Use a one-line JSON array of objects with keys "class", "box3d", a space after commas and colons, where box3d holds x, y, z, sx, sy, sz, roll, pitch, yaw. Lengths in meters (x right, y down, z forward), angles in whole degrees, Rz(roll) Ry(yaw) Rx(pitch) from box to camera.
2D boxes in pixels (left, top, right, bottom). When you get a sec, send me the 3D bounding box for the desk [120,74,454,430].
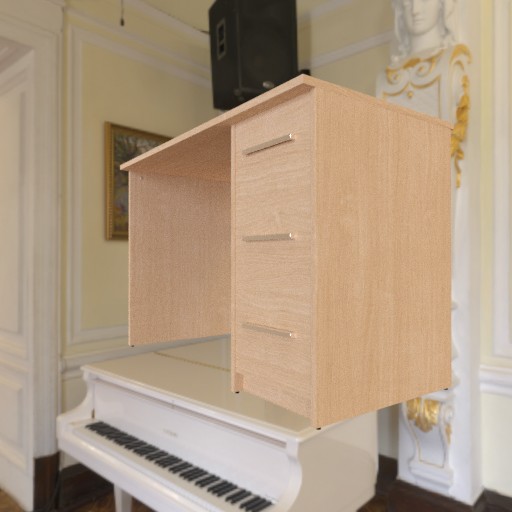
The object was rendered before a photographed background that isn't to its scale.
[{"class": "desk", "box3d": [0.000, 0.000, 1.508, 0.560, 0.735, 1.097, 0, 0, -36]}]
